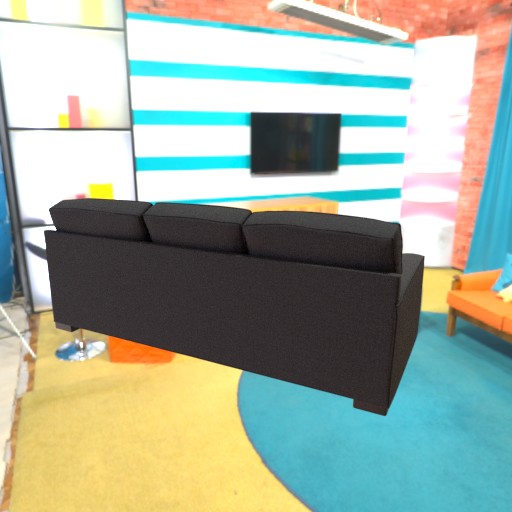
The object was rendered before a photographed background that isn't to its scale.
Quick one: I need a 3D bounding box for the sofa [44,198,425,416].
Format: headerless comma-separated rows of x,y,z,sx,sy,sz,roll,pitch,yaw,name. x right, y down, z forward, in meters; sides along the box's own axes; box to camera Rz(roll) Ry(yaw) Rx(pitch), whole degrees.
0.000,0.000,3.326,2.370,0.973,1.790,7,16,26,sofa
